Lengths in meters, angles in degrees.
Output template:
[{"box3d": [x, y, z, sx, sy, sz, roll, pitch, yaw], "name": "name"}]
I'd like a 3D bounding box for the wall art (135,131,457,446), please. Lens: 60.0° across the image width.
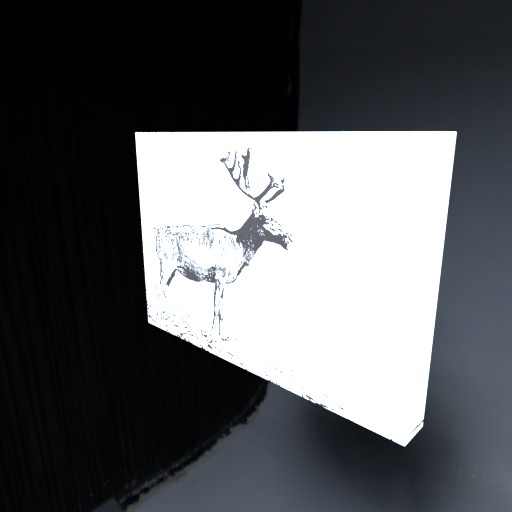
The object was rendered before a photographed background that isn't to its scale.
[{"box3d": [0.000, 0.000, 0.482, 0.381, 0.259, 0.038, 14, 21, 41], "name": "wall art"}]
